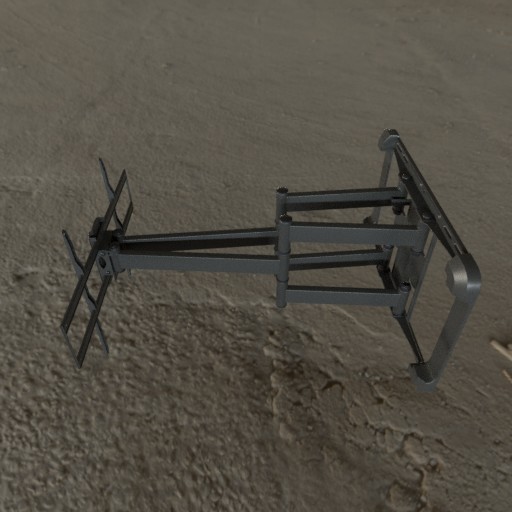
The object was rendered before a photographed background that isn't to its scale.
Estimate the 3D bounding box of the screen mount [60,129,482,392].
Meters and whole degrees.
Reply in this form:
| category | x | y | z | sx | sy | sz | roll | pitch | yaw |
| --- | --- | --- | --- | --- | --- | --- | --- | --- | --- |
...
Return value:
| category | x | y | z | sx | sy | sz | roll | pitch | yaw |
| --- | --- | --- | --- | --- | --- | --- | --- | --- | --- |
| screen mount | 0.000 | 0.000 | 1.310 | 0.905 | 0.483 | 0.725 | -1 | 41 | -1 |
